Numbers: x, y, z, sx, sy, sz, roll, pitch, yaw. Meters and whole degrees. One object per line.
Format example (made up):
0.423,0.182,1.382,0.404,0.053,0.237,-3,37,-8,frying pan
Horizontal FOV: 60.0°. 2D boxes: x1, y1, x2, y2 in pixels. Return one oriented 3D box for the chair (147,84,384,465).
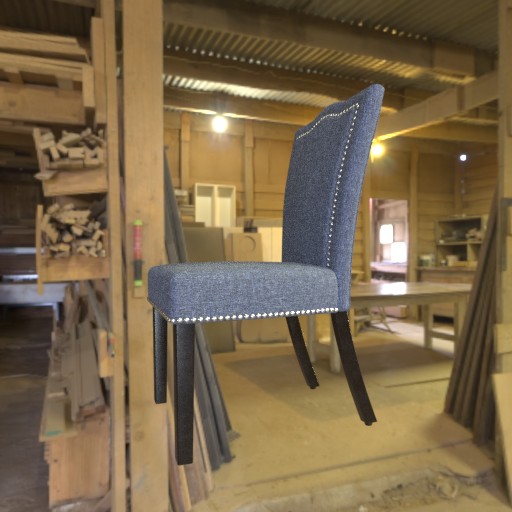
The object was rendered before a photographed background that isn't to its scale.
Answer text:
0.000,0.000,1.311,0.589,0.946,0.518,0,1,-19,chair
